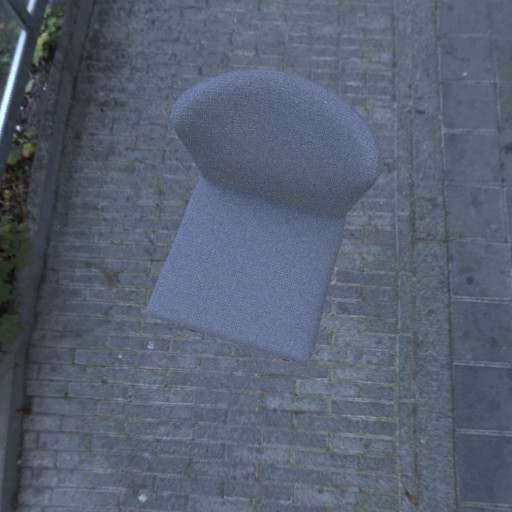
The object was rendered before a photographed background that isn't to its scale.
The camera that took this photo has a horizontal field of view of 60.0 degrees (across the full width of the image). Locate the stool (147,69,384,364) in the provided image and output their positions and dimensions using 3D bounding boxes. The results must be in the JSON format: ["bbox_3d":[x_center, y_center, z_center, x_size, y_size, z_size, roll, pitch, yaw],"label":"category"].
[{"bbox_3d":[0.000,0.000,1.403,0.486,1.069,0.568,17,76,4],"label":"stool"}]
